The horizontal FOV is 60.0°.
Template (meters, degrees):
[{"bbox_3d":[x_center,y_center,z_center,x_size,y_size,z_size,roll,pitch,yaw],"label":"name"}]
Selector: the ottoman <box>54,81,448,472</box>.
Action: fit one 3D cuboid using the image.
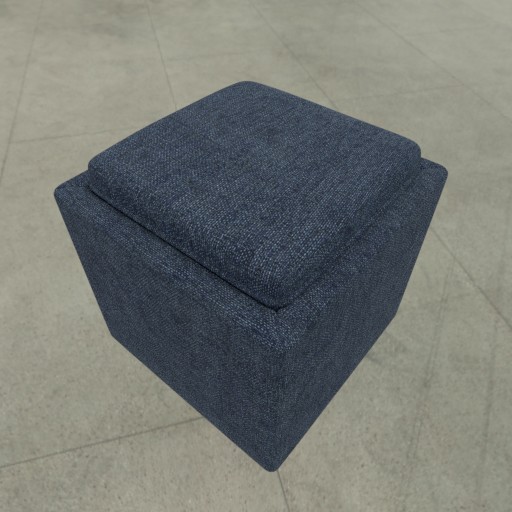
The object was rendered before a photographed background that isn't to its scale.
[{"bbox_3d":[0.000,0.000,0.813,0.450,0.460,0.450,31,53,27],"label":"ottoman"}]
